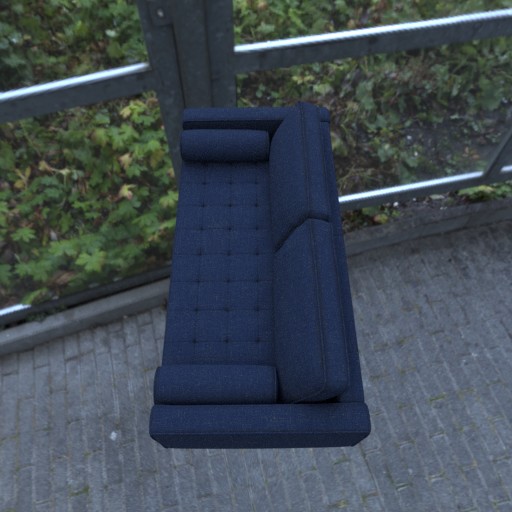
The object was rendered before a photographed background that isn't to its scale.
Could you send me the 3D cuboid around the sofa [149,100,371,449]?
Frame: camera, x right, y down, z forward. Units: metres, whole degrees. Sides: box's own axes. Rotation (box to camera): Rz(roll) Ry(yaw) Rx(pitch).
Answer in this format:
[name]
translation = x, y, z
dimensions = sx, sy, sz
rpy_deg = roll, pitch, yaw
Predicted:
[sofa]
translation = 0.000, 0.000, 2.387
dimensions = 0.914, 0.762, 1.880
rpy_deg = 0, 60, 0
